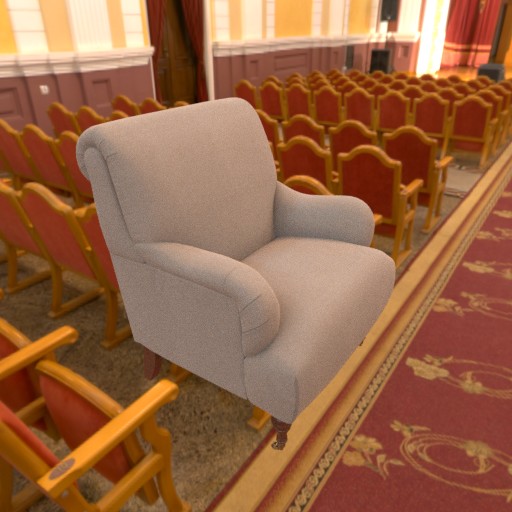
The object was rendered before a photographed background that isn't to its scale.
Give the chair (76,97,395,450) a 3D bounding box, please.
[{"bbox_3d":[0.000,0.000,1.556,0.842,0.942,0.766,18,33,30],"label":"chair"}]
